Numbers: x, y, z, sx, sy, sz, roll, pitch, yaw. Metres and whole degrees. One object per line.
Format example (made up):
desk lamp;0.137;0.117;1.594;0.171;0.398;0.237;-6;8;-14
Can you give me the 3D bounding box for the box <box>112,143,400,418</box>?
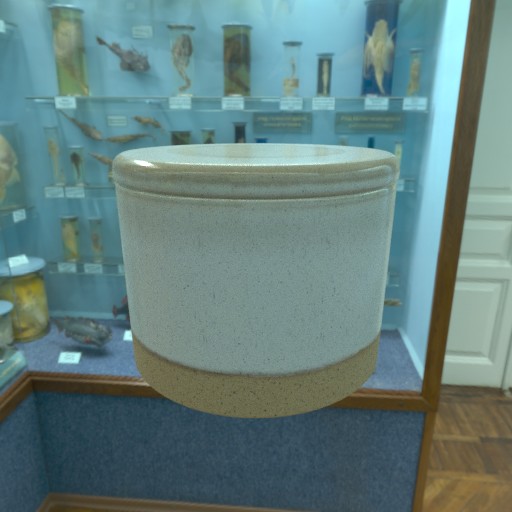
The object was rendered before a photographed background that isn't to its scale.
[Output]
box;0.000;0.000;0.264;0.154;0.123;0.154;0;18;0
